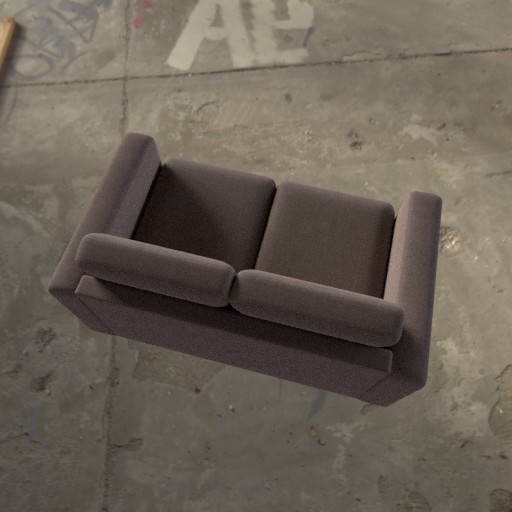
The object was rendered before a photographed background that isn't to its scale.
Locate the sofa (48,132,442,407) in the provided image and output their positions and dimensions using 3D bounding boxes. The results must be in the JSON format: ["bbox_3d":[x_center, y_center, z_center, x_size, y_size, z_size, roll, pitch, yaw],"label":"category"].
[{"bbox_3d":[0.000,0.000,2.027,1.520,0.800,0.900,13,64,6],"label":"sofa"}]
